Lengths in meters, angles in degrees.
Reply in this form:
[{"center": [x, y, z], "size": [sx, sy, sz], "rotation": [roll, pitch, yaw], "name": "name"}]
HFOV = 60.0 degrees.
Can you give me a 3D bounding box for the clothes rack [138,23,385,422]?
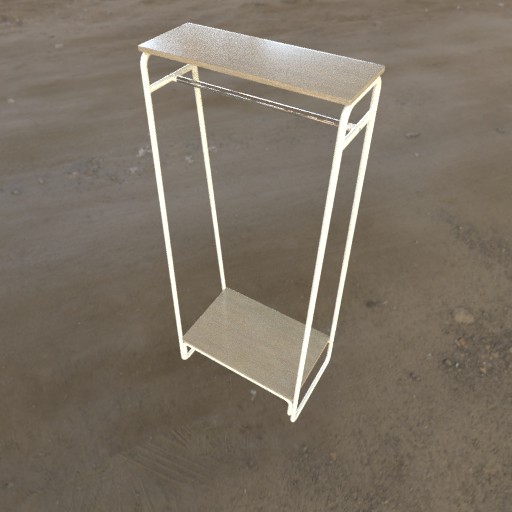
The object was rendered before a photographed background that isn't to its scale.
[{"center": [0.000, 0.000, 1.718], "size": [0.640, 1.512, 0.400], "rotation": [23, 49, 22], "name": "clothes rack"}]
